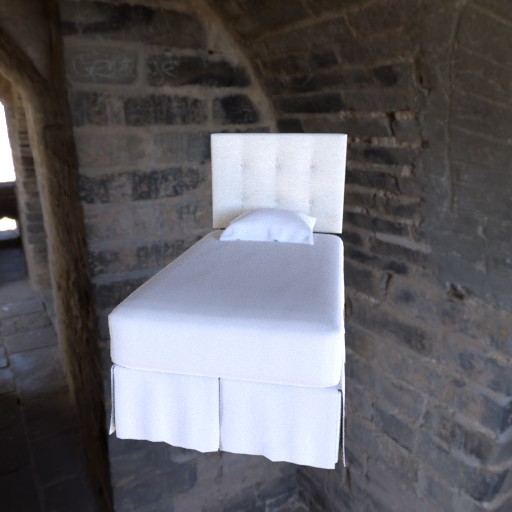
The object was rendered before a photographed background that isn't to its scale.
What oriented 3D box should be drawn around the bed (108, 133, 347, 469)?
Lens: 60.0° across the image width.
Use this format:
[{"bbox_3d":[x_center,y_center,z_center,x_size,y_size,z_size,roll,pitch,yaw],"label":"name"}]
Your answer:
[{"bbox_3d":[0.000,0.000,2.983,1.261,1.571,1.997,3,16,10],"label":"bed"}]
